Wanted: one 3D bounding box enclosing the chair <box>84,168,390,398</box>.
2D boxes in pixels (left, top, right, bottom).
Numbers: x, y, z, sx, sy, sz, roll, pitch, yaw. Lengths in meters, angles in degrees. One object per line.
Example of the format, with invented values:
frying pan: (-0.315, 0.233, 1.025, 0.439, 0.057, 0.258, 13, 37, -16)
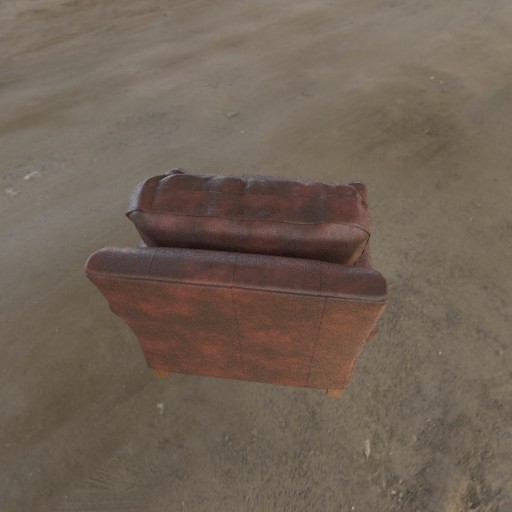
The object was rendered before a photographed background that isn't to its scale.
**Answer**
chair: (0.000, 0.000, 1.976, 0.987, 1.051, 1.156, 5, 46, 5)
